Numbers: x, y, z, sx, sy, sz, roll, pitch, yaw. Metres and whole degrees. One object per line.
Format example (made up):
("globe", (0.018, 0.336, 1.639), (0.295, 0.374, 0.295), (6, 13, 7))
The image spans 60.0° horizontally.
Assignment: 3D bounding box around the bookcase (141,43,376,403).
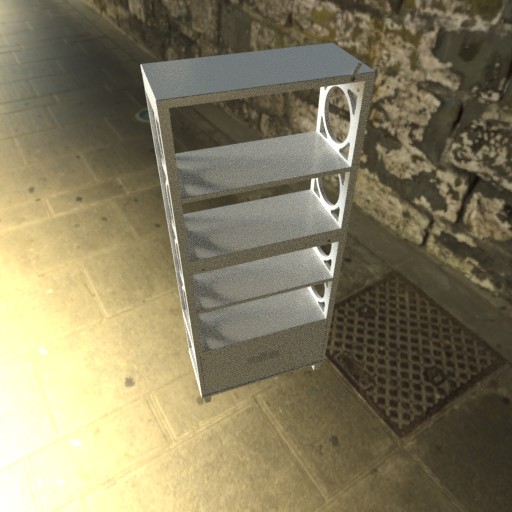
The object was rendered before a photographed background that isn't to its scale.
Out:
("bookcase", (0.000, 0.000, 2.156), (0.761, 1.869, 0.361), (-13, 44, -14))
